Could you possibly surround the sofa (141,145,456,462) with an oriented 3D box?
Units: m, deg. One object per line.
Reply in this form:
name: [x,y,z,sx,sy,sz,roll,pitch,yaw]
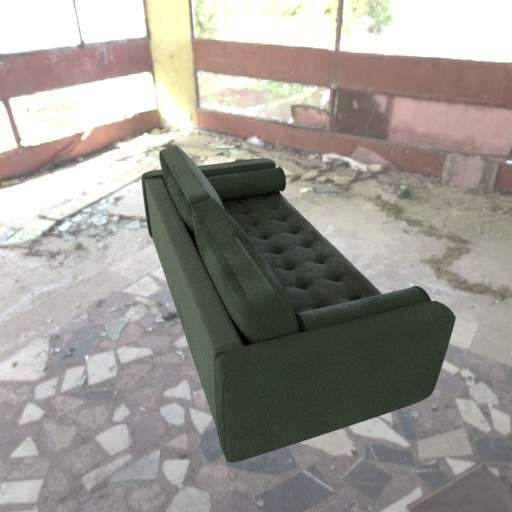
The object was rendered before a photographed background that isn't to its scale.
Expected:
sofa: [0.000,0.000,2.319,0.916,0.772,1.880,-11,33,-17]
